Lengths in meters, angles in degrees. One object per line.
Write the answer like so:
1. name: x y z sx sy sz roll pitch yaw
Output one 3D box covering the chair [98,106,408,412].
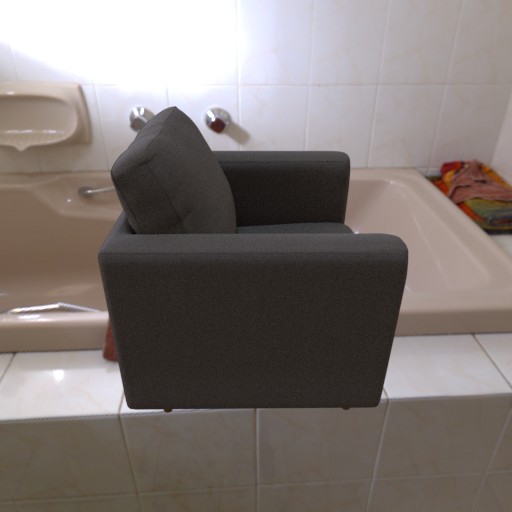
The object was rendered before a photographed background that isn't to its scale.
1. chair: 0.000 0.000 1.547 0.800 0.927 0.854 -1 30 -1
